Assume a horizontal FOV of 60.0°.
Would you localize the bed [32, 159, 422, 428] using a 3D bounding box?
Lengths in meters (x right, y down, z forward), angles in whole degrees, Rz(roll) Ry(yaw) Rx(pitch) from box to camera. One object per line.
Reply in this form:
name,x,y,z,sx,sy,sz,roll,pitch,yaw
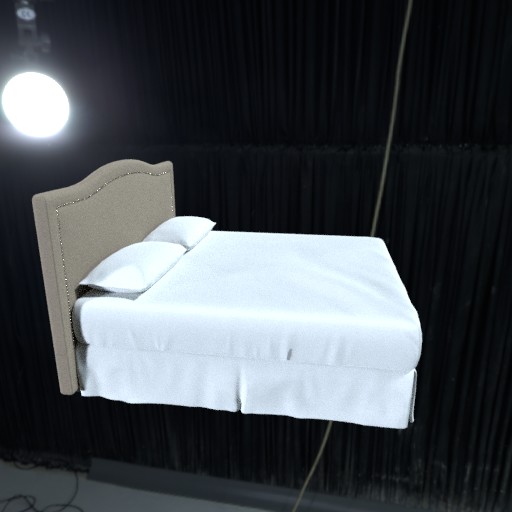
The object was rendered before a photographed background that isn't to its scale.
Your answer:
bed,0.000,0.000,3.420,2.182,1.421,2.083,3,17,9
